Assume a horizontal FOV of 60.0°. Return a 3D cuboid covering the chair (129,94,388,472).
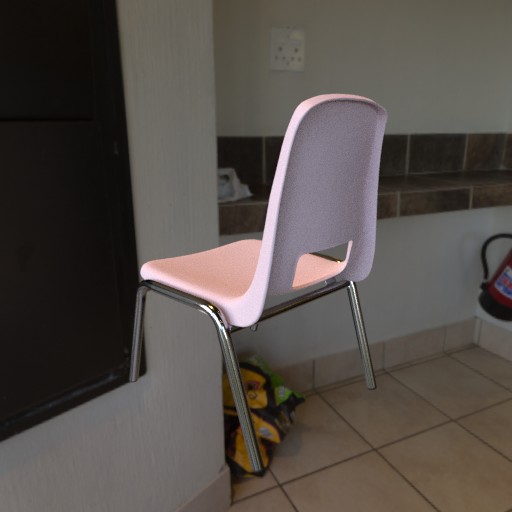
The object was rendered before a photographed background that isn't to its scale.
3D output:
[{"bbox_3d":[0.000,0.000,0.807,0.354,0.536,0.385,-15,22,-42],"label":"chair"}]
